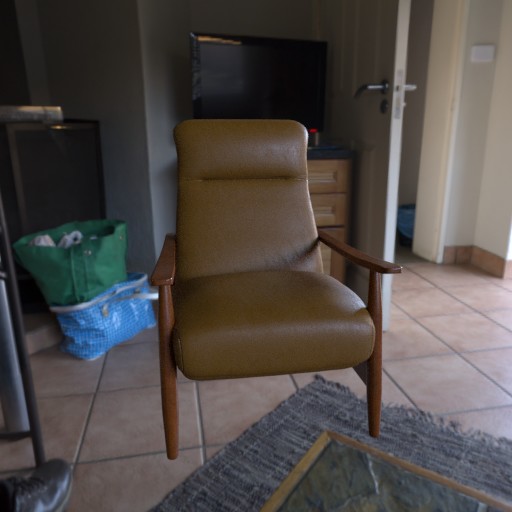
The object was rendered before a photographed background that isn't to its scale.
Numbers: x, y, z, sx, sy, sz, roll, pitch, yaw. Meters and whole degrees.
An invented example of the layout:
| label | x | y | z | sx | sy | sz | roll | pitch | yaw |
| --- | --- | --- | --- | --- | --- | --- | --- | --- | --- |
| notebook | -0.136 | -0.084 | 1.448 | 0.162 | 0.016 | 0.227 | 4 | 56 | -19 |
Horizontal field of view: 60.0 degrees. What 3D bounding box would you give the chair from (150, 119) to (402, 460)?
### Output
| label | x | y | z | sx | sy | sz | roll | pitch | yaw |
| --- | --- | --- | --- | --- | --- | --- | --- | --- | --- |
| chair | 0.000 | 0.000 | 1.805 | 0.762 | 1.082 | 1.014 | -2 | 16 | -9 |
